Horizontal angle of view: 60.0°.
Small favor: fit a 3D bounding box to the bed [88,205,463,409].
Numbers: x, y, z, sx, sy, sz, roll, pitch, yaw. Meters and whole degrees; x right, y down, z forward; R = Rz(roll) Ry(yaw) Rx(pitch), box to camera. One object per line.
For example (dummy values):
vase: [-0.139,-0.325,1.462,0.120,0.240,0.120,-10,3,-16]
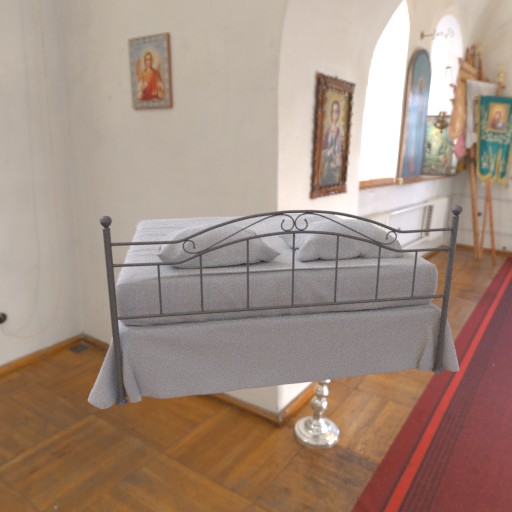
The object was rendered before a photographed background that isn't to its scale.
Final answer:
bed: [0.000,0.000,3.559,2.309,1.080,2.220,-3,15,-10]
